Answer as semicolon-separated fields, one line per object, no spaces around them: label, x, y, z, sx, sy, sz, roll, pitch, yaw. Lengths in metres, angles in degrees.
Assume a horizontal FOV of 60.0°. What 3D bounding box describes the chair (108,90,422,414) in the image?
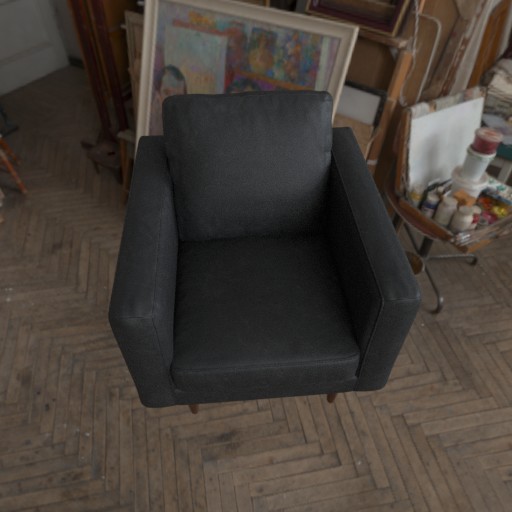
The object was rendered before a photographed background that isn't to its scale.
chair;0.000;0.000;1.565;0.831;0.898;0.879;-3;47;-3
